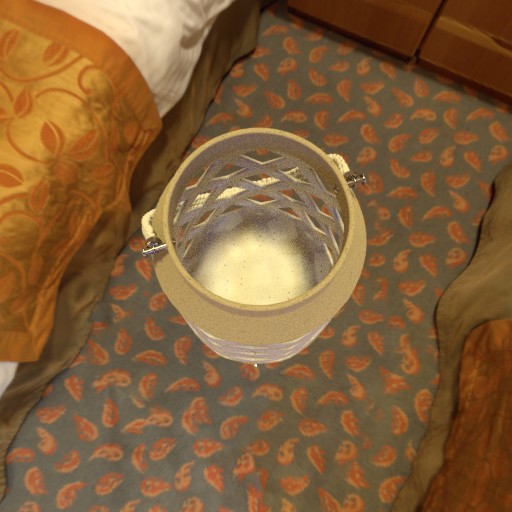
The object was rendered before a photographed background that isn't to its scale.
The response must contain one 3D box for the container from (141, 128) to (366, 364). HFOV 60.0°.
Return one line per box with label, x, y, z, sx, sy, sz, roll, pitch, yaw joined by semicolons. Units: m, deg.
container;0.000;0.000;0.415;0.188;0.264;0.198;-19;77;-5
